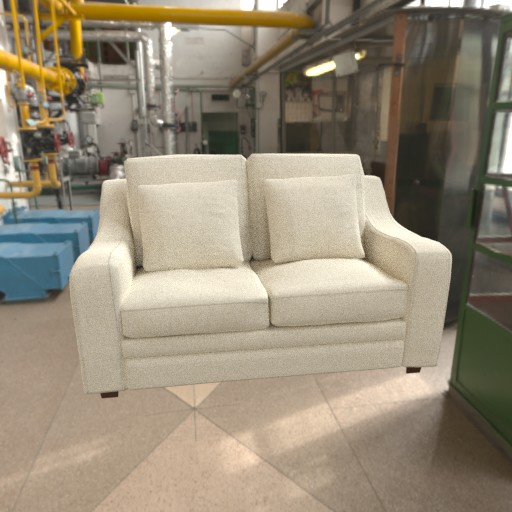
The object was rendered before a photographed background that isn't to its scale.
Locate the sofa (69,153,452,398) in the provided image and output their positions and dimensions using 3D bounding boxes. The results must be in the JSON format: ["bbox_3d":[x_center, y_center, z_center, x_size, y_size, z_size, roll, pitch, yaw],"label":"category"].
[{"bbox_3d":[0.000,0.000,2.392,1.744,1.047,1.040,-2,17,-8],"label":"sofa"}]
